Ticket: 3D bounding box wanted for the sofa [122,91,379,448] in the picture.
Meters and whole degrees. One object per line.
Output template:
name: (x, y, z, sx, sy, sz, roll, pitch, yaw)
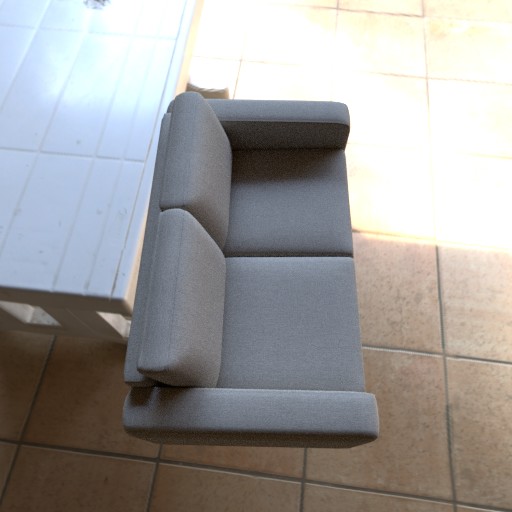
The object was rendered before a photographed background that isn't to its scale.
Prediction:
sofa: (0.000, 0.000, 1.976, 0.900, 0.800, 1.540, 1, 64, 1)
